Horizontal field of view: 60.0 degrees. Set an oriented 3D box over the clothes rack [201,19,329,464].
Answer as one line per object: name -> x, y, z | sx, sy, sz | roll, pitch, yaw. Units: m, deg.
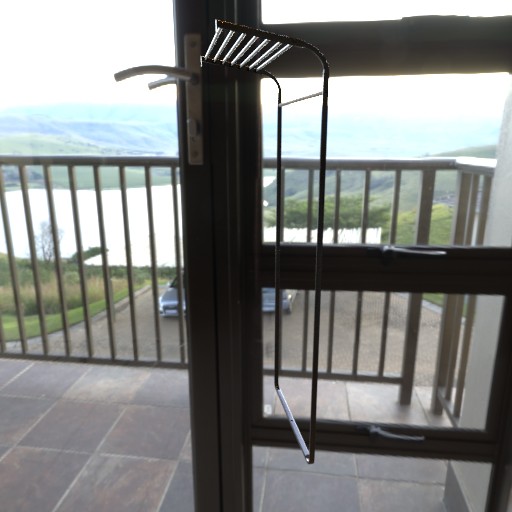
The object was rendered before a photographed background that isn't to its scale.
clothes rack -> 0.000, 0.000, 1.786 | 0.349, 1.574, 0.609 | -3, 15, -11
